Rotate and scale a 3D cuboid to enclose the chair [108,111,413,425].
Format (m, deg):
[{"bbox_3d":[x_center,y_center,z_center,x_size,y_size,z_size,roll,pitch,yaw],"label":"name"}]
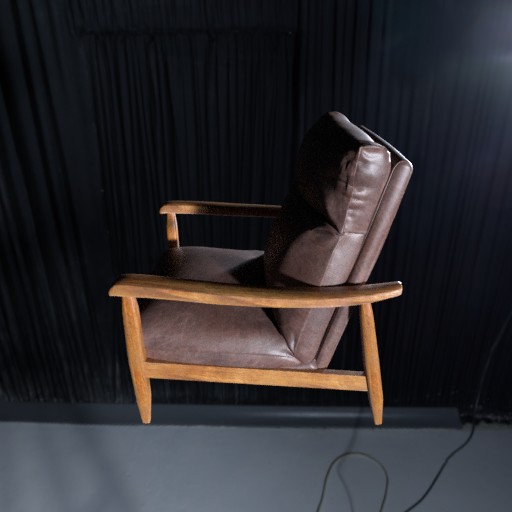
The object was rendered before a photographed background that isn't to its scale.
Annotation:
[{"bbox_3d":[0.000,0.000,1.550,0.830,0.897,0.782,0,25,0],"label":"chair"}]
